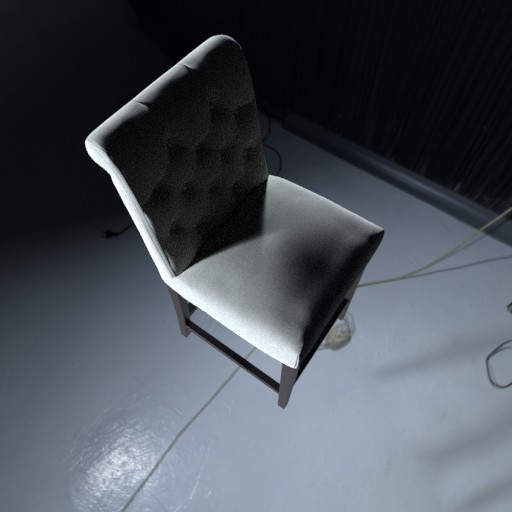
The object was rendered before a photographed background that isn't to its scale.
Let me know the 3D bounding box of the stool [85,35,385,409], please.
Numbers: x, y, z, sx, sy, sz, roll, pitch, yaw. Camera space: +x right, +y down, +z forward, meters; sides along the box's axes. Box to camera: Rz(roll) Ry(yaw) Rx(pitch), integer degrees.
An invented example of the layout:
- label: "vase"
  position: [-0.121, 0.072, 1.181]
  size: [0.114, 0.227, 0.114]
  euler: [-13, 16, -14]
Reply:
- label: "stool"
  position: [0.000, 0.000, 1.366]
  size: [0.601, 1.040, 0.493]
  euler: [31, 64, 17]
